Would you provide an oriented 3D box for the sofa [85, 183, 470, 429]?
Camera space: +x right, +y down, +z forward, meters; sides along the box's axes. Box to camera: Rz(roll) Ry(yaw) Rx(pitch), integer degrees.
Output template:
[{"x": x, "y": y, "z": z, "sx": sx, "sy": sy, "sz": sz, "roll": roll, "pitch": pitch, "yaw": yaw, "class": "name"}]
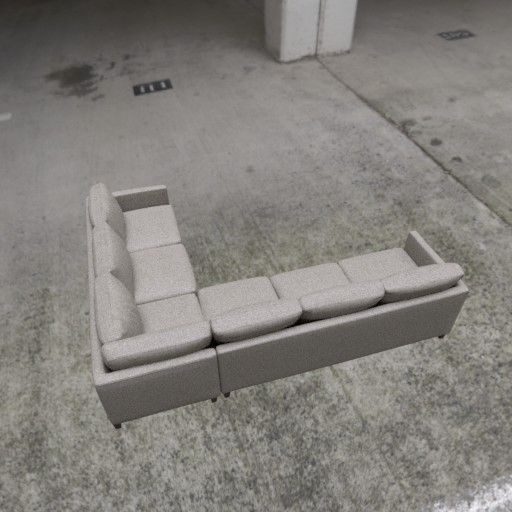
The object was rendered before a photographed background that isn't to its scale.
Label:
[{"x": 0.000, "y": 0.000, "z": 4.654, "sx": 3.302, "sy": 0.947, "sz": 2.593, "roll": -12, "pitch": 43, "yaw": -13, "class": "sofa"}]
